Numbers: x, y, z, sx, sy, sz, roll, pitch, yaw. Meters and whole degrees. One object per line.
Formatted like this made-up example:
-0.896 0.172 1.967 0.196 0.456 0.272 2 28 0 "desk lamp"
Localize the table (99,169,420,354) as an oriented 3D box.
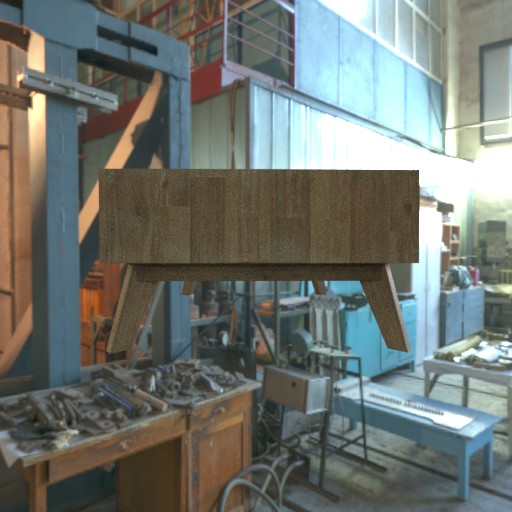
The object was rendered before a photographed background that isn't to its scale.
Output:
0.000 0.000 2.063 0.918 0.531 1.619 0 1 -1 "table"
